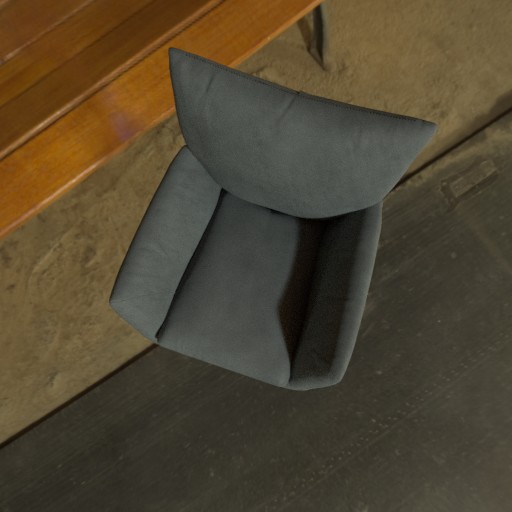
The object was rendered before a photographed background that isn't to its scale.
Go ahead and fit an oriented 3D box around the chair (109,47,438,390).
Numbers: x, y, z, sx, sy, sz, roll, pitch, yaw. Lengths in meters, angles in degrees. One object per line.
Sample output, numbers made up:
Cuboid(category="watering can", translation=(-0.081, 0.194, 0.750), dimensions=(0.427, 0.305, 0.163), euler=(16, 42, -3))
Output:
Cuboid(category="chair", translation=(0.000, 0.000, 1.388), dimensions=(0.678, 0.858, 0.709), euler=(18, 77, 4))
